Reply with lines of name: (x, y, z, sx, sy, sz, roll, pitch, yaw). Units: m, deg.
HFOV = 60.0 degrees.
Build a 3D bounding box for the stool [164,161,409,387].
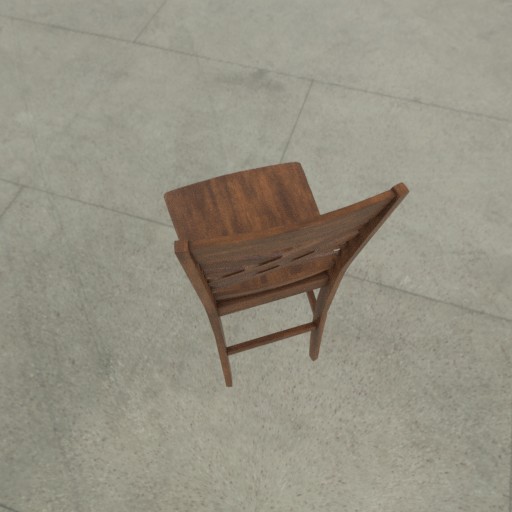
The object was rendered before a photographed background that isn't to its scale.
stool: (0.000, 0.000, 1.403, 0.462, 1.079, 0.539, -15, 60, -9)
